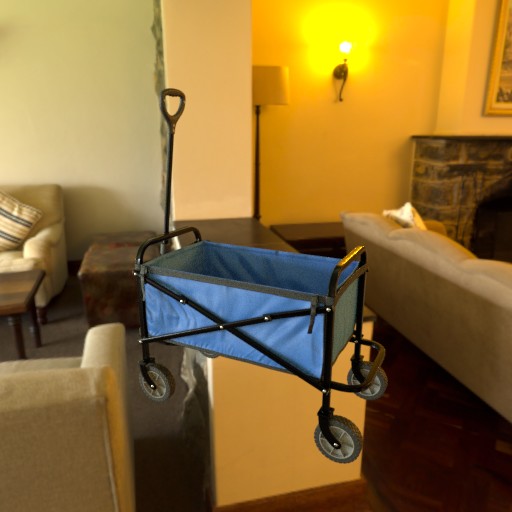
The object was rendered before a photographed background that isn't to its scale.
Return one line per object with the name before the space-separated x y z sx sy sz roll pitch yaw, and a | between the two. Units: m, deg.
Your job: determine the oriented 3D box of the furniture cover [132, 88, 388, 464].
furniture cover | 0.000 0.000 1.786 1.038 1.295 0.532 8 18 26
